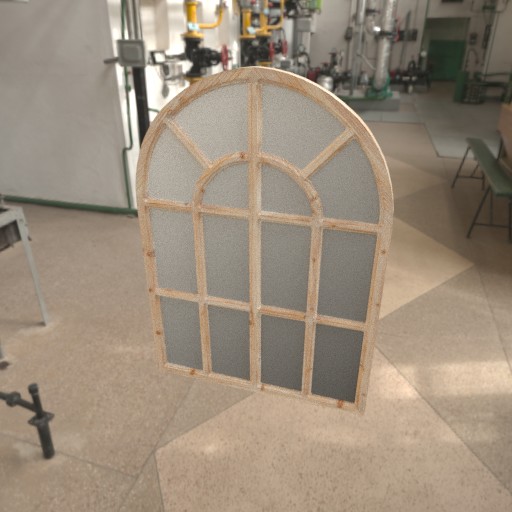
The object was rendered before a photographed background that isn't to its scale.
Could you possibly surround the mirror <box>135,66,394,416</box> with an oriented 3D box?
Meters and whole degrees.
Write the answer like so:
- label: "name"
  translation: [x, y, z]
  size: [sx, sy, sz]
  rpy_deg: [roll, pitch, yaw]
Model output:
- label: "mirror"
  translation: [0.000, 0.000, 1.168]
  size: [0.660, 0.920, 0.032]
  rpy_deg: [8, 28, 15]
